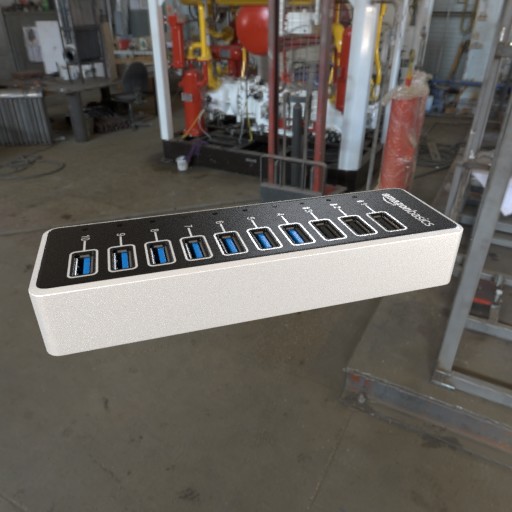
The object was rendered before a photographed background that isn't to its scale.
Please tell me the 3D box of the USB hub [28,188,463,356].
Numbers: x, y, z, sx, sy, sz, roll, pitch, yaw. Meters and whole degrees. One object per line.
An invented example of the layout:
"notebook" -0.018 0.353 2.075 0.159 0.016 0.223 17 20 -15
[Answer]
"USB hub" 0.000 0.000 0.163 0.145 0.023 0.044 -8 31 -14
